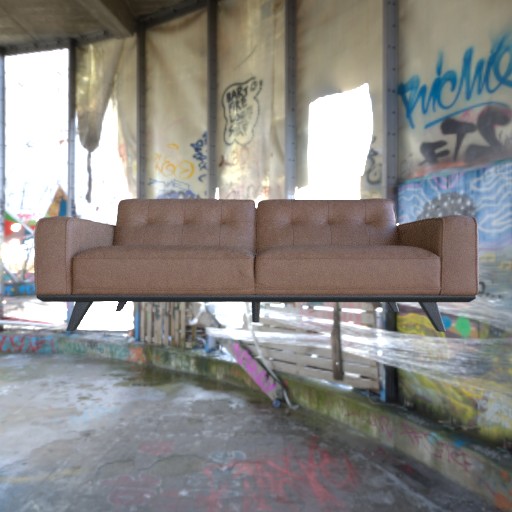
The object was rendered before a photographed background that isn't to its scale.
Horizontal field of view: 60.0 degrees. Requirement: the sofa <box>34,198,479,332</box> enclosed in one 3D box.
[{"bbox_3d":[0.000,0.000,2.691,2.270,0.780,0.953,0,0,1],"label":"sofa"}]
